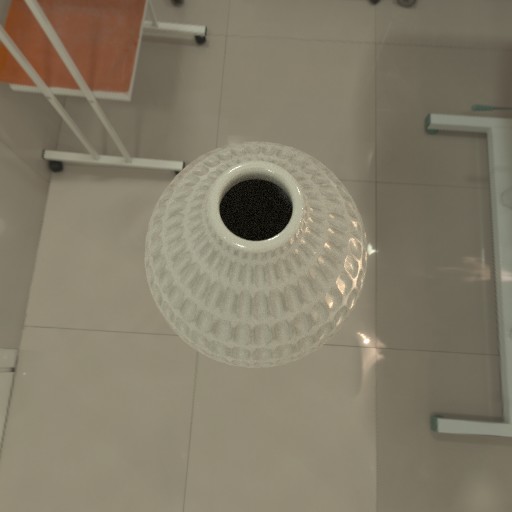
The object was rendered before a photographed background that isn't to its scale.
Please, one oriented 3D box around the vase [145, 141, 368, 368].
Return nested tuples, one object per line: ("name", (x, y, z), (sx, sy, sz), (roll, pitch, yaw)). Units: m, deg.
("vase", (0.000, 0.000, 0.331), (0.162, 0.223, 0.162), (0, 76, 0))
